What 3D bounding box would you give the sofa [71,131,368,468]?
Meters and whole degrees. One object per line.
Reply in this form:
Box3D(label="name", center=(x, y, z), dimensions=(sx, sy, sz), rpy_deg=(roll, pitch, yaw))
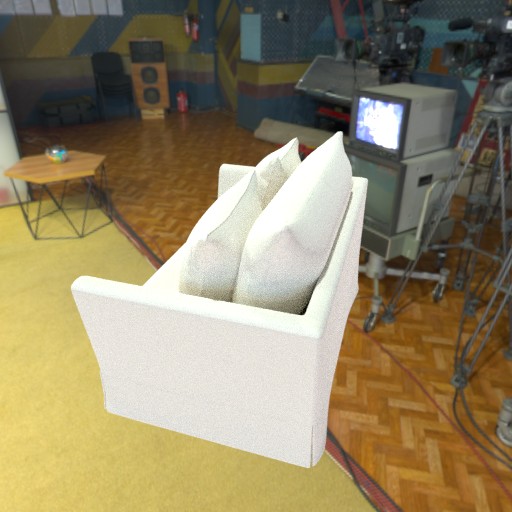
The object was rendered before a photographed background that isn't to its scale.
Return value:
Box3D(label="sofa", center=(0.000, 0.000, 2.315), dimensions=(1.026, 1.039, 1.608), rpy_deg=(9, 30, 15))
